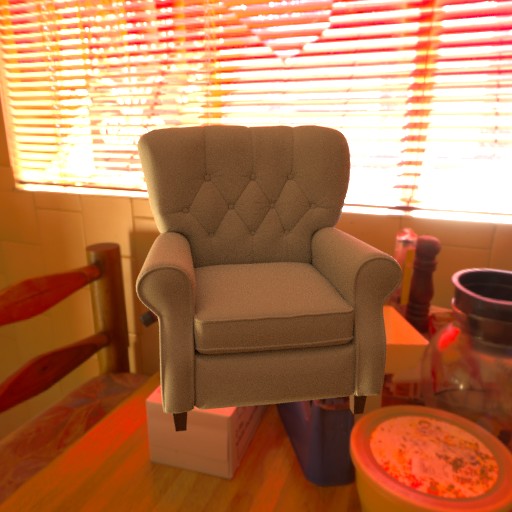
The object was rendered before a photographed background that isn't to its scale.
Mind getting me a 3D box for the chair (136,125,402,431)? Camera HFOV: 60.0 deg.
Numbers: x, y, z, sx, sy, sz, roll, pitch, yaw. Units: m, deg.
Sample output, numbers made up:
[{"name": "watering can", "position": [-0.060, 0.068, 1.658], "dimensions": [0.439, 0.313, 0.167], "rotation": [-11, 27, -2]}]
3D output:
[{"name": "chair", "position": [0.000, 0.000, 2.122], "dimensions": [1.090, 1.217, 1.128], "rotation": [-2, 16, -8]}]
